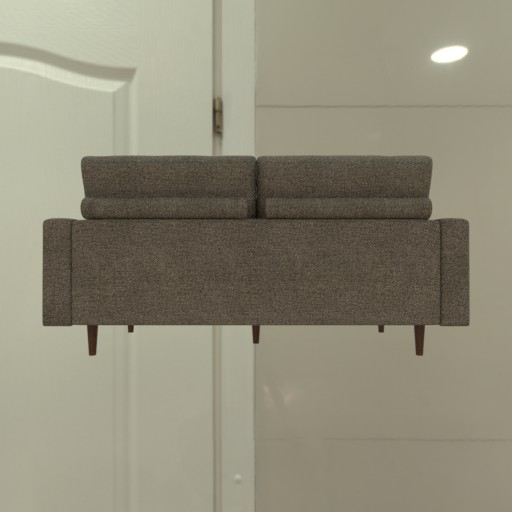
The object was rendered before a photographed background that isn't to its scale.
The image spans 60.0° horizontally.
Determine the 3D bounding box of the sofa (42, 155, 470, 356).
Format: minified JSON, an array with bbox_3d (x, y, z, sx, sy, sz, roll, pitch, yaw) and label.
[{"bbox_3d":[0.000,0.000,2.291,1.821,0.902,0.863,0,0,0],"label":"sofa"}]
